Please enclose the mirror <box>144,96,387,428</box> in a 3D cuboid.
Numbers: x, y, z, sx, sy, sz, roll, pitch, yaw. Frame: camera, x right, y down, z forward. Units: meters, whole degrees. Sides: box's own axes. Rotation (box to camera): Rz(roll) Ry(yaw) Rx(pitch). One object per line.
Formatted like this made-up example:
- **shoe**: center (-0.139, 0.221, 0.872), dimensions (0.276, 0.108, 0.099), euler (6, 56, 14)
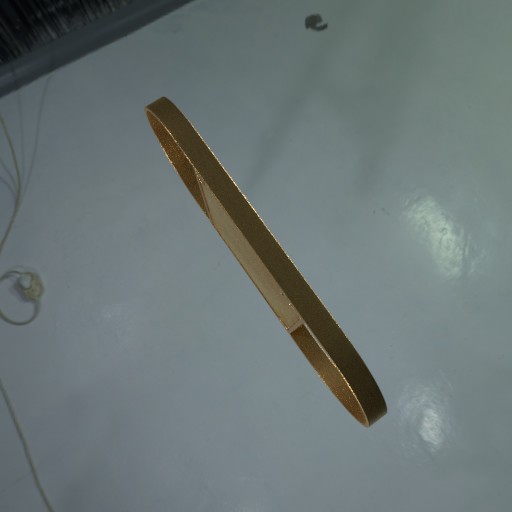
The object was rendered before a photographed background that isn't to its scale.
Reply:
- **mirror**: center (0.000, 0.000, 0.685), dimensions (0.032, 0.254, 0.584), euler (-34, 79, -8)
